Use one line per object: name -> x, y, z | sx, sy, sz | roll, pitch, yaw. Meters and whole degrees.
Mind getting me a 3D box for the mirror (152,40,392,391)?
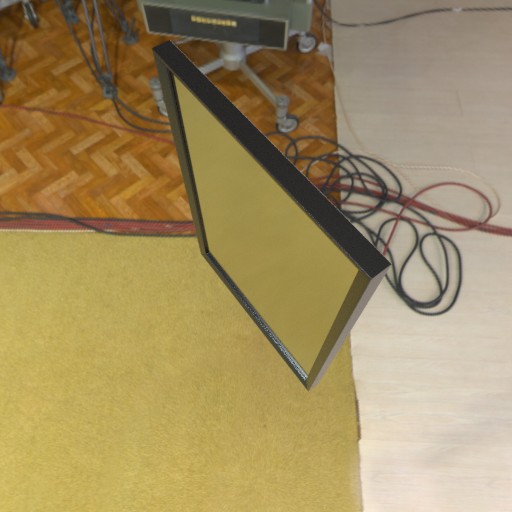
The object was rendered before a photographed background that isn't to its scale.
mirror -> 0.000, 0.000, 0.937 | 0.039, 0.710, 0.507 | -34, 68, -16
